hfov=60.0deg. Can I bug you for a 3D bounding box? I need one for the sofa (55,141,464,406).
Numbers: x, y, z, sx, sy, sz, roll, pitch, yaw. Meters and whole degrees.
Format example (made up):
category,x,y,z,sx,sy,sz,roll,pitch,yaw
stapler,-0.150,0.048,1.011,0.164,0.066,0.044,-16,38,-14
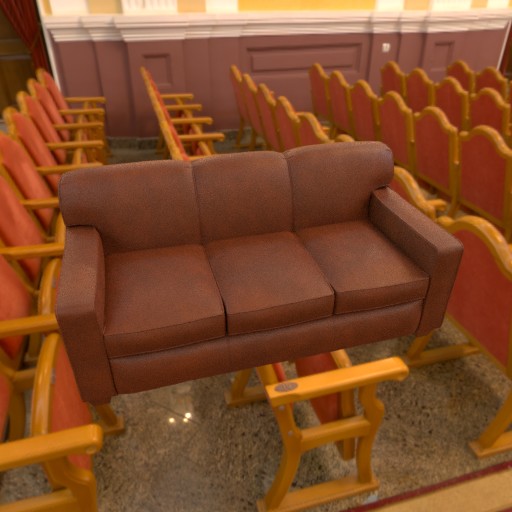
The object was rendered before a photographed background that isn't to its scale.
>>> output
category,x,y,z,sx,sy,sz,roll,pitch,yaw
sofa,0.000,0.000,2.530,2.039,0.953,1.008,-9,33,-13
